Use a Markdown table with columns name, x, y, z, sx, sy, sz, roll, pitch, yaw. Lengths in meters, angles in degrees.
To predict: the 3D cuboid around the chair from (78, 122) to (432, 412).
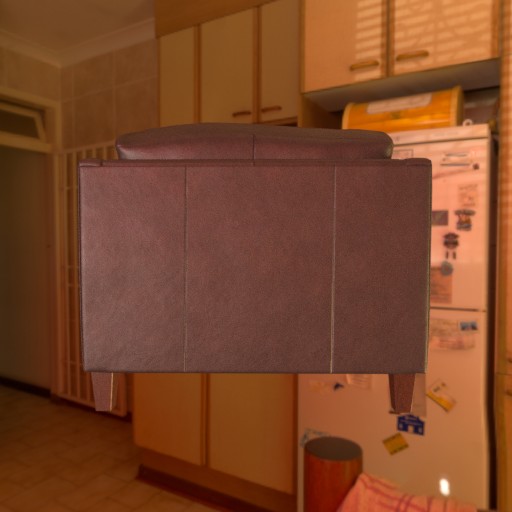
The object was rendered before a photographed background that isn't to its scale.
| name | x | y | z | sx | sy | sz | roll | pitch | yaw |
| --- | --- | --- | --- | --- | --- | --- | --- | --- | --- |
| chair | 0.000 | 0.000 | 1.571 | 0.939 | 0.811 | 0.862 | 0 | 2 | 1 |
